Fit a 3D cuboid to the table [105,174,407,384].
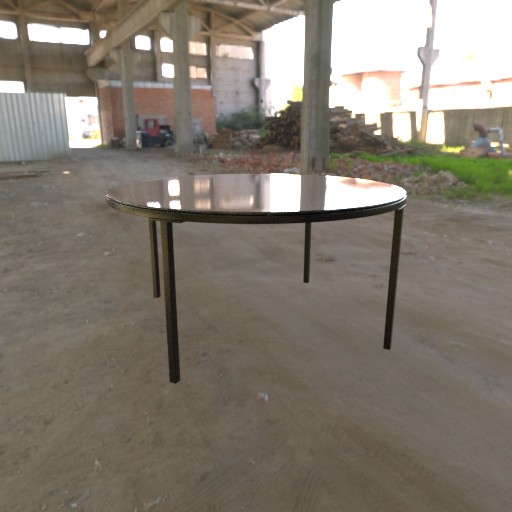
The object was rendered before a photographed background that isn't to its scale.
[{"bbox_3d":[0.000,0.000,1.290,0.800,0.400,0.800,0,16,0],"label":"table"}]
